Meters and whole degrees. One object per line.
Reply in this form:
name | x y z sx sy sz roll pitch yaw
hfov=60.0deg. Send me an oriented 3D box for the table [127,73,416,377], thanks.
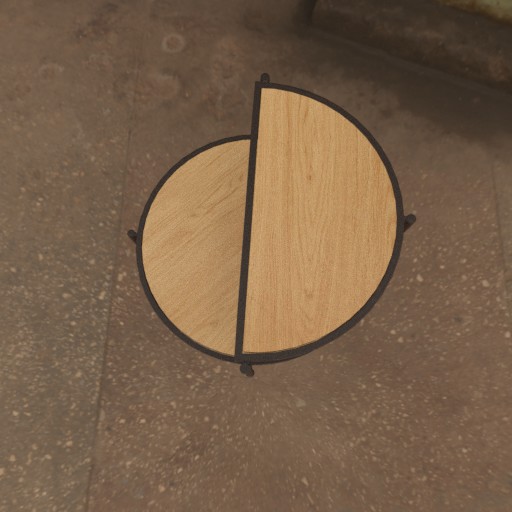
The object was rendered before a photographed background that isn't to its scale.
table | 0.000 0.000 1.186 0.628 0.684 0.629 4 75 1
